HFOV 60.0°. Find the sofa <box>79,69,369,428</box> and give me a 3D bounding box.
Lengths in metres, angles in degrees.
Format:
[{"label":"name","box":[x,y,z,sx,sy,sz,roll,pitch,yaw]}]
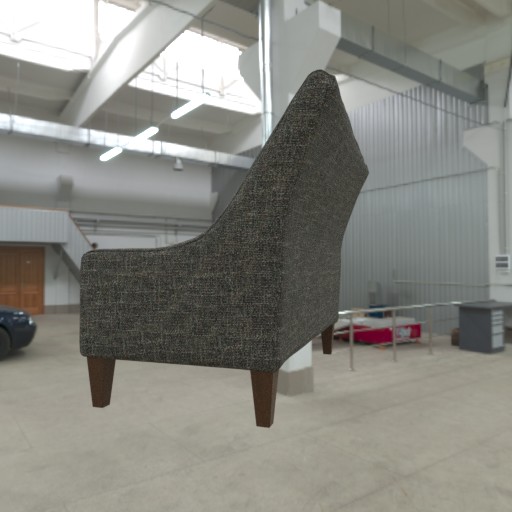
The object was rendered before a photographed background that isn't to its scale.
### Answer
[{"label":"sofa","box":[0.000,0.000,1.913,0.870,1.021,1.242,0,-2,18]}]
